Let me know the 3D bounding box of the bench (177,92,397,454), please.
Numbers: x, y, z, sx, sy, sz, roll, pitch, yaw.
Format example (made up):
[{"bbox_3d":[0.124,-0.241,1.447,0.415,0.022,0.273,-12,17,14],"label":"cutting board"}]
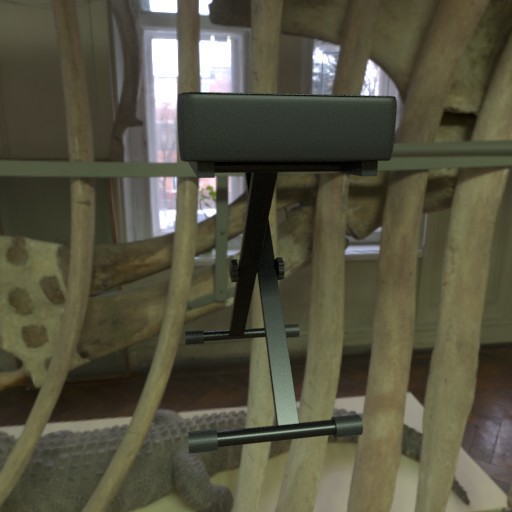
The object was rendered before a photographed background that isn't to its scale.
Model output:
[{"bbox_3d":[0.000,0.000,0.908,0.300,0.561,0.600,-2,14,-9],"label":"bench"}]
